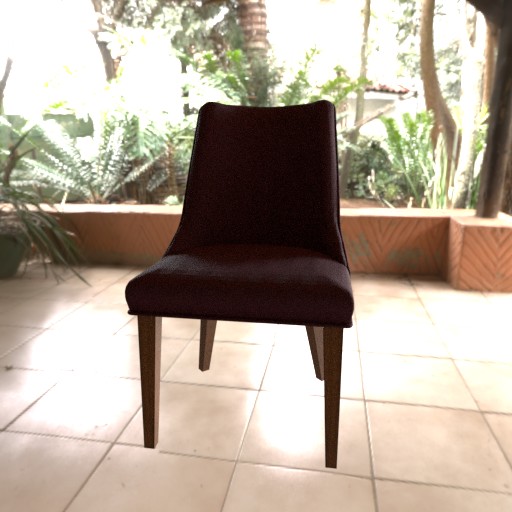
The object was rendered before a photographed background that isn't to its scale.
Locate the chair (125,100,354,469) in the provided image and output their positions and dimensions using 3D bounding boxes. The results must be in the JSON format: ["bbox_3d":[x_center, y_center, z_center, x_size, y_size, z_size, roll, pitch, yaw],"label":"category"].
[{"bbox_3d":[0.000,0.000,1.322,0.548,0.916,0.638,2,14,9],"label":"chair"}]
